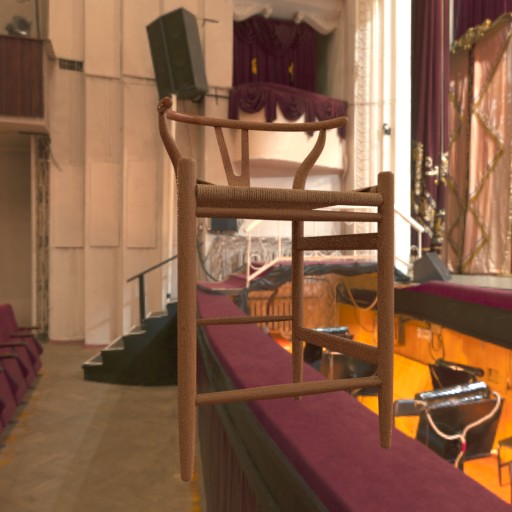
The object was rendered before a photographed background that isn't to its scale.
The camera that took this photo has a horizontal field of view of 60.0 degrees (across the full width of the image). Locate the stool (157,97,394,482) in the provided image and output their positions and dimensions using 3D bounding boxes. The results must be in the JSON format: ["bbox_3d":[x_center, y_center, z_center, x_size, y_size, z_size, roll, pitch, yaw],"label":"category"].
[{"bbox_3d":[0.000,0.000,1.247,0.536,0.923,0.575,0,0,-18],"label":"stool"}]
